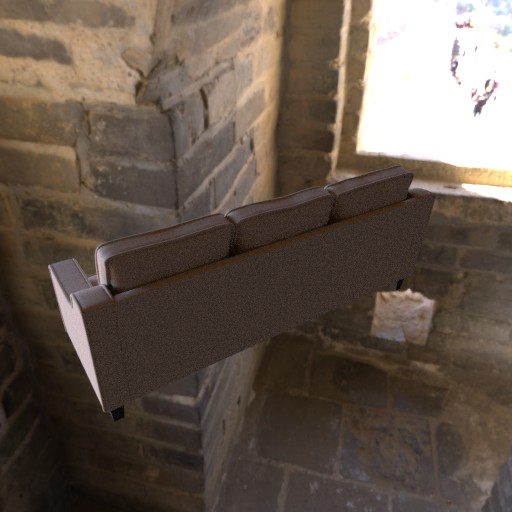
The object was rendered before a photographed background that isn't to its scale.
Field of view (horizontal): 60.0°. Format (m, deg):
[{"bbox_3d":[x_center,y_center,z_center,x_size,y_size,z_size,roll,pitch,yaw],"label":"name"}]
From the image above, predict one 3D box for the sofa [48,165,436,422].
[{"bbox_3d":[0.000,0.000,2.618,2.131,0.902,0.791,-19,35,-29],"label":"sofa"}]
